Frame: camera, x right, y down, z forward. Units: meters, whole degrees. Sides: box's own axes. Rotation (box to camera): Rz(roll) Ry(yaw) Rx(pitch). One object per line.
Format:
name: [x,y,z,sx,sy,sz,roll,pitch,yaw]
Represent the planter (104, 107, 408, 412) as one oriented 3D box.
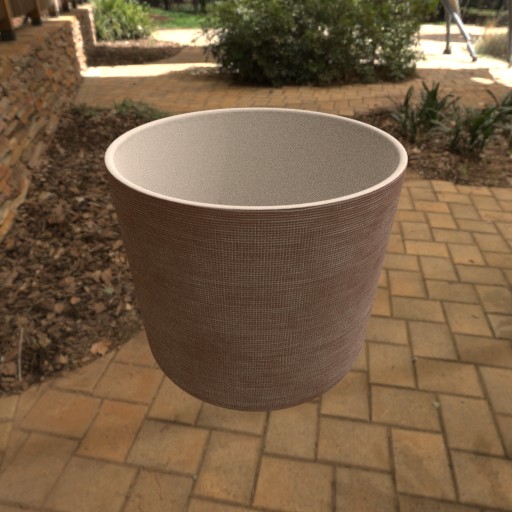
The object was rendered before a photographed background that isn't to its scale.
planter: [0.000,0.000,0.773,0.440,0.398,0.440,0,32,0]
